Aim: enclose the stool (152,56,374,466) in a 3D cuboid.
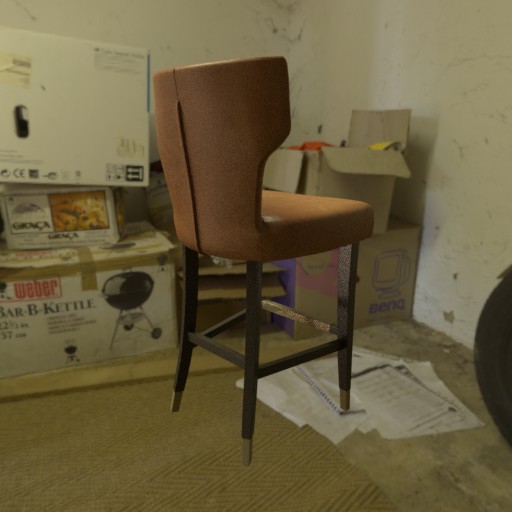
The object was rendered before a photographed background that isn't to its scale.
[{"bbox_3d":[0.000,0.000,1.414,0.526,1.092,0.563,14,21,43],"label":"stool"}]
